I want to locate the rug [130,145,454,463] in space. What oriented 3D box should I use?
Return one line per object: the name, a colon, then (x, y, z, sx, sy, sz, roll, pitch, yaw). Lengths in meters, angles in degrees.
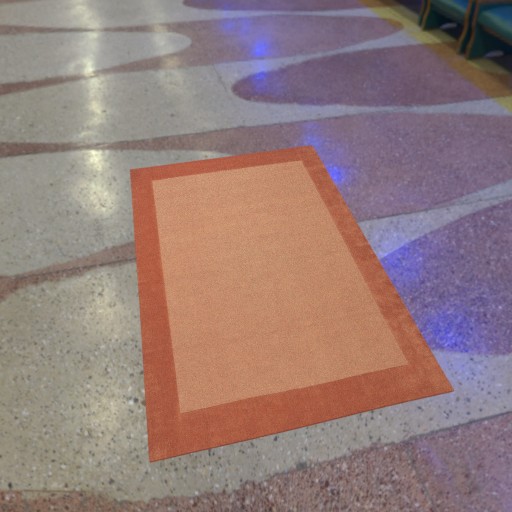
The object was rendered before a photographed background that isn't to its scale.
rug: (0.000, 0.000, 2.306, 1.219, 0.014, 1.829, -10, 47, -9)
